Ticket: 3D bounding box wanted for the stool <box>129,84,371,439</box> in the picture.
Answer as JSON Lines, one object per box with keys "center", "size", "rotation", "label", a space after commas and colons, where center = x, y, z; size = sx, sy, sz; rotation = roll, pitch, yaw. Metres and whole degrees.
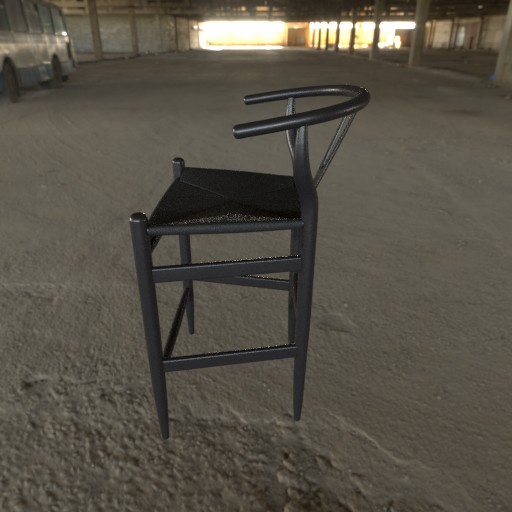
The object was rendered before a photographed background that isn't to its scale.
{"center": [0.000, 0.000, 1.360], "size": [0.579, 0.970, 0.569], "rotation": [1, 26, 1], "label": "stool"}
